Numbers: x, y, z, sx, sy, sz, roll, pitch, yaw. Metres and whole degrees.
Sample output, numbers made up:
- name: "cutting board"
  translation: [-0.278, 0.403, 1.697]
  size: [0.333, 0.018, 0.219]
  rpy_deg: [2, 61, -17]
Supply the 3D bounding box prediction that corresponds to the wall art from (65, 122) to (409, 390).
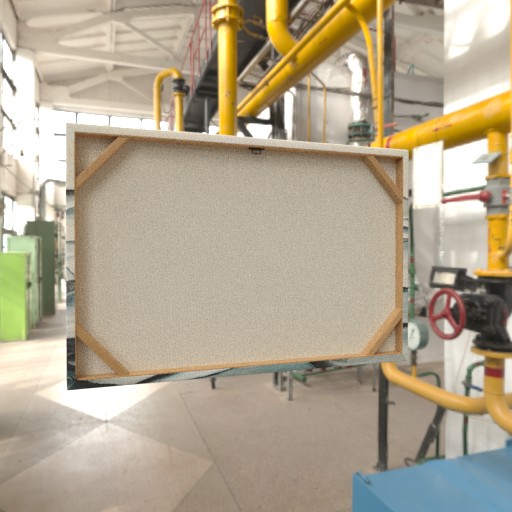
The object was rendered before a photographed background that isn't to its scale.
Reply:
- name: "wall art"
  translation: [0.000, 0.000, 1.159]
  size: [0.914, 0.609, 0.039]
  rpy_deg: [0, 1, -18]
